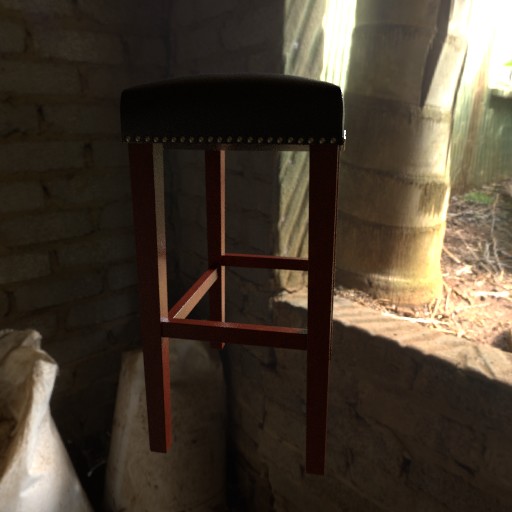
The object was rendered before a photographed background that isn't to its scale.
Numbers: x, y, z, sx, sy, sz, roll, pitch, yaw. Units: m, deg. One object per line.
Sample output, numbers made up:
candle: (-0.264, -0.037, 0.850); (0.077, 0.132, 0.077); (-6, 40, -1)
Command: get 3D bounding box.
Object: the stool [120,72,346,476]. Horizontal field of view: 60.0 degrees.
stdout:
stool: (0.000, 0.000, 1.017); (0.372, 0.742, 0.504); (3, 17, 10)
